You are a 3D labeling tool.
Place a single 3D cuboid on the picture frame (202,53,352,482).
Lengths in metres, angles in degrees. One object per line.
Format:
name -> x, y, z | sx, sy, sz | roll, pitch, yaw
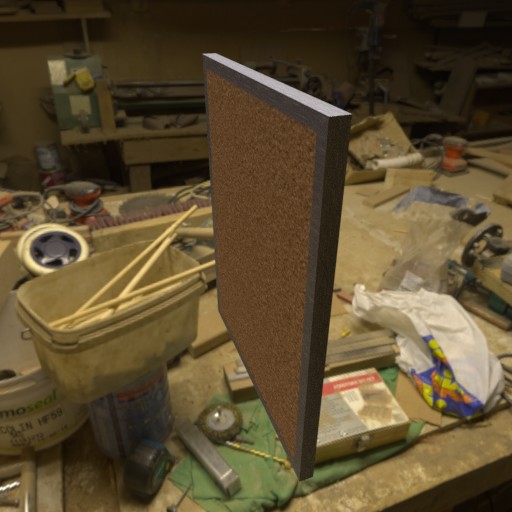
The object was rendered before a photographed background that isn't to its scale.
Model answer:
picture frame -> 0.000, 0.000, 0.729 | 0.029, 0.559, 0.454 | -11, 33, -17
